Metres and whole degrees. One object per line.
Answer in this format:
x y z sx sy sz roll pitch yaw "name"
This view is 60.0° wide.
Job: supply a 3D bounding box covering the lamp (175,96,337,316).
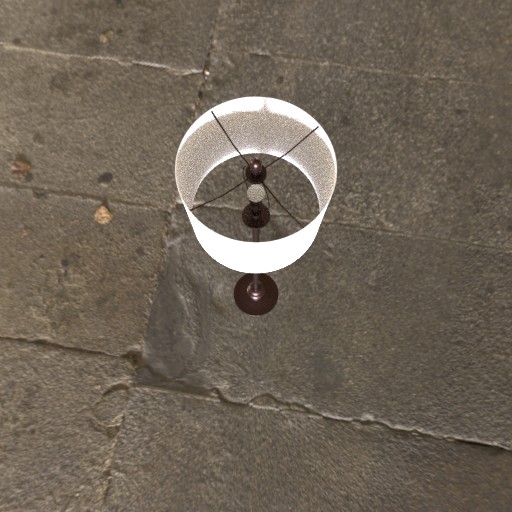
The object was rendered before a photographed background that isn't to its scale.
0.000 0.000 1.666 0.356 1.487 0.356 -35 77 -9 "lamp"
